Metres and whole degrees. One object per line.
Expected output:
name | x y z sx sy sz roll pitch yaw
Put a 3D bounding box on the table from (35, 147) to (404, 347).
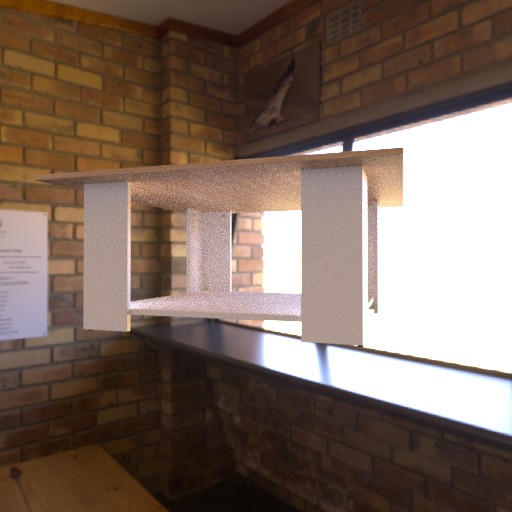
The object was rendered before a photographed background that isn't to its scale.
table | 0.000 0.000 1.059 0.670 0.305 0.670 0 -1 18
